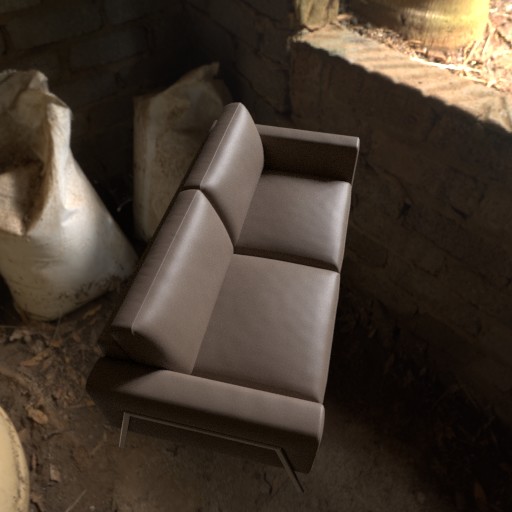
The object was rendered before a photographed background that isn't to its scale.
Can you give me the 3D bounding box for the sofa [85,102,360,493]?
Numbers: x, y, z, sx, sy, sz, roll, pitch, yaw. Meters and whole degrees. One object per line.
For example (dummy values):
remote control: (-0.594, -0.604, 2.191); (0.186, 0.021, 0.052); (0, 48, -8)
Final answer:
sofa: (0.000, 0.000, 2.452); (0.953, 0.875, 2.017); (10, 49, 8)
